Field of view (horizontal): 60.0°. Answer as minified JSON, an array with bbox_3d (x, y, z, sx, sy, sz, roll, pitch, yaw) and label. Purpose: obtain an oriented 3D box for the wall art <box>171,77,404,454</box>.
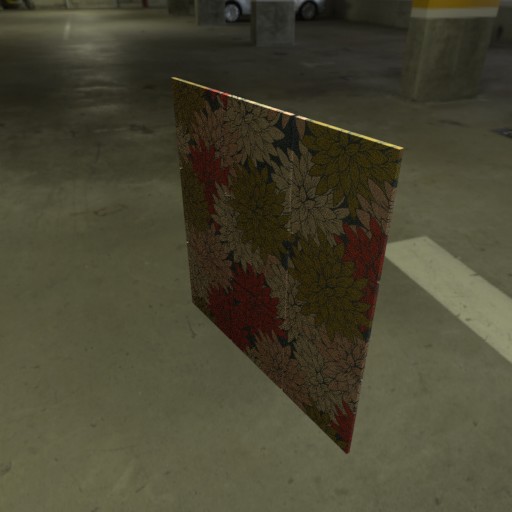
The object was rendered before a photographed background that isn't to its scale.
[{"bbox_3d":[0.000,0.000,1.369,0.013,0.913,0.904,-21,38,-31],"label":"wall art"}]
